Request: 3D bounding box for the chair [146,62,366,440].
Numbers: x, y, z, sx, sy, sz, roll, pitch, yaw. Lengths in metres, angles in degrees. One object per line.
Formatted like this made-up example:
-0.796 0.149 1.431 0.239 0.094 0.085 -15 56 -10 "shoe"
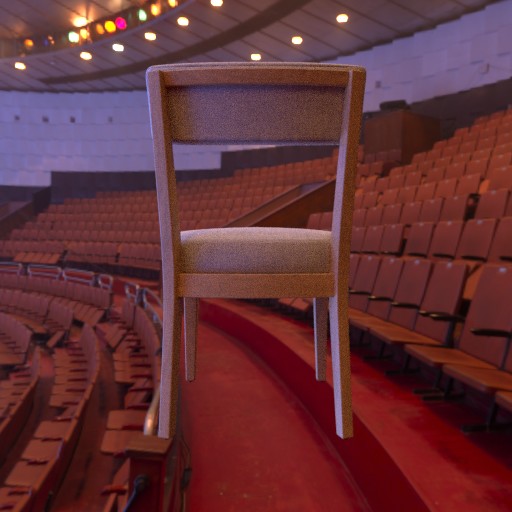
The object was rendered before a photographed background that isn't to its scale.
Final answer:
0.000 0.000 1.191 0.508 0.832 0.572 0 1 0 "chair"
